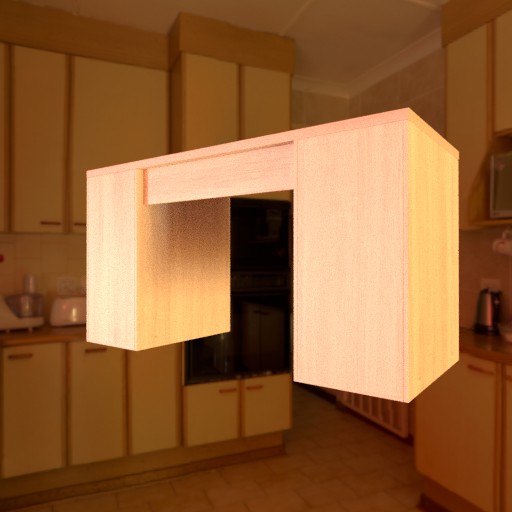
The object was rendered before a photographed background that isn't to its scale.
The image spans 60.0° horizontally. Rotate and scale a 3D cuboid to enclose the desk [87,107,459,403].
[{"bbox_3d":[0.000,0.000,1.759,1.390,0.740,0.600,0,0,36],"label":"desk"}]
